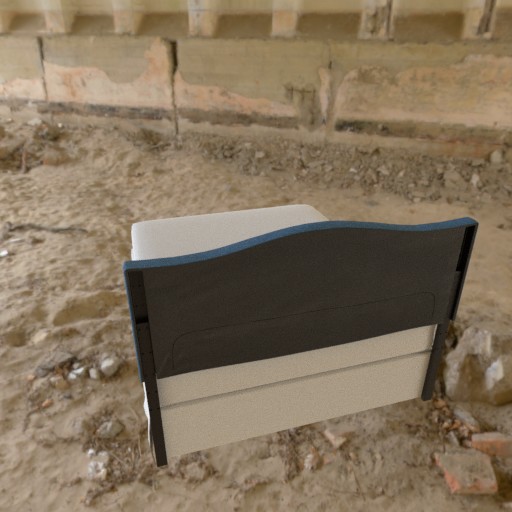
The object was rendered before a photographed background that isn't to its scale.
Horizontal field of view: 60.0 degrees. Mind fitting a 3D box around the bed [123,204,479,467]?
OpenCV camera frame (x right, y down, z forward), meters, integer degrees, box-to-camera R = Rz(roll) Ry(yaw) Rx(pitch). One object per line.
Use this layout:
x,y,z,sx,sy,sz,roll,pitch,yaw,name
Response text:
0.000,0.000,2.851,1.610,1.169,1.872,-8,28,-15,bed
